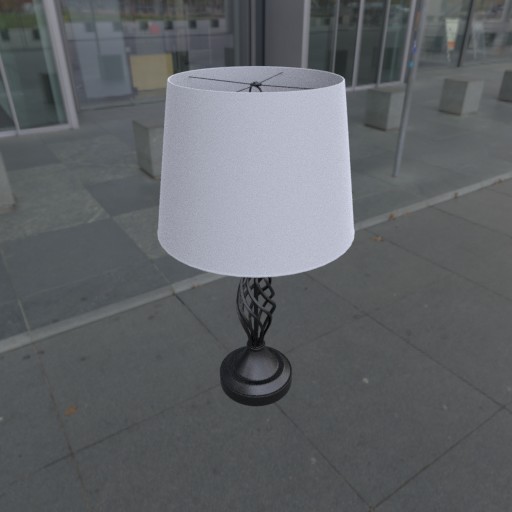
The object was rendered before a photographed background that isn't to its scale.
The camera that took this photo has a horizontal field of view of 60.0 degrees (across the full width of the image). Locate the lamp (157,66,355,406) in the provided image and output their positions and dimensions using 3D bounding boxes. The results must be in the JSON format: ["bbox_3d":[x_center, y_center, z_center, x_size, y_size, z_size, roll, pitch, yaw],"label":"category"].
[{"bbox_3d":[0.000,0.000,0.787,0.331,0.594,0.331,0,30,0],"label":"lamp"}]
